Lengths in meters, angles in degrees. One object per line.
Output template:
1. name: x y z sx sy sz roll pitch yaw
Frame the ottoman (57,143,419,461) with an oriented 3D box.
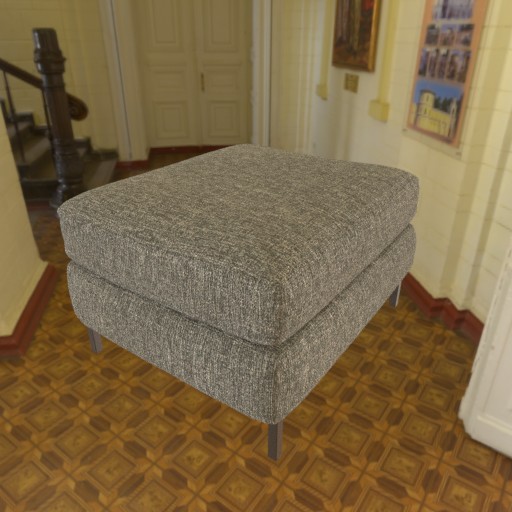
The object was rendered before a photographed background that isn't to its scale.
1. ottoman: 0.000 0.000 1.237 0.683 0.480 0.828 18 32 31
